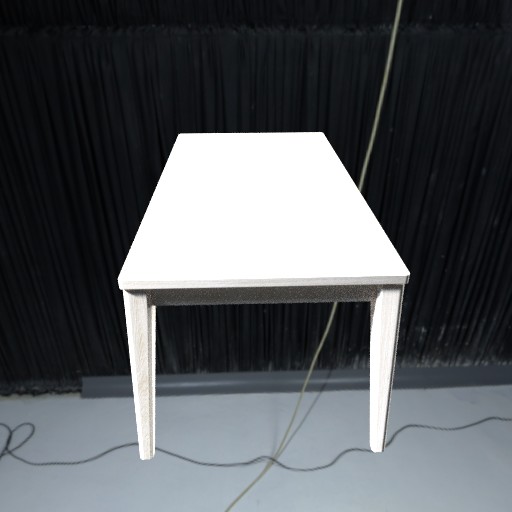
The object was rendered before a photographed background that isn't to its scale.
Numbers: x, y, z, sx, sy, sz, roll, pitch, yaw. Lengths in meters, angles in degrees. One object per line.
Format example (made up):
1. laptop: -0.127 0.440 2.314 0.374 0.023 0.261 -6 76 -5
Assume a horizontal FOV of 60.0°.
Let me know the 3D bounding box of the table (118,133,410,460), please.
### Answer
1. table: 0.000 0.000 2.120 0.900 0.760 1.600 -1 30 -2
